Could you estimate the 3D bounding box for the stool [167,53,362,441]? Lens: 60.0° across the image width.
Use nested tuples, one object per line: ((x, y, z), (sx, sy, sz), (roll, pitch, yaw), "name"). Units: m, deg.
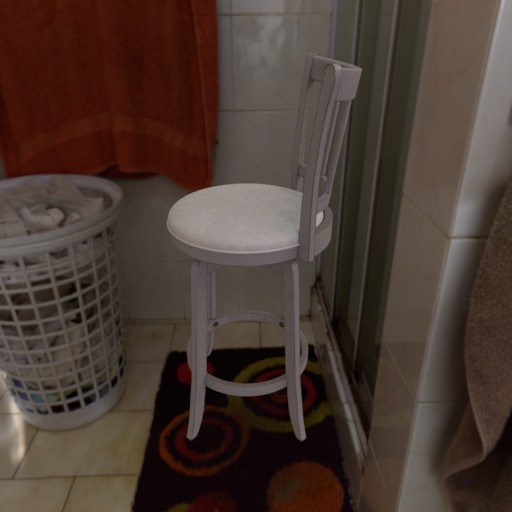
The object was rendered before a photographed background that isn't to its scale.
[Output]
((0.000, 0.000, 1.250), (0.475, 1.023, 0.436), (0, 27, 1), "stool")
